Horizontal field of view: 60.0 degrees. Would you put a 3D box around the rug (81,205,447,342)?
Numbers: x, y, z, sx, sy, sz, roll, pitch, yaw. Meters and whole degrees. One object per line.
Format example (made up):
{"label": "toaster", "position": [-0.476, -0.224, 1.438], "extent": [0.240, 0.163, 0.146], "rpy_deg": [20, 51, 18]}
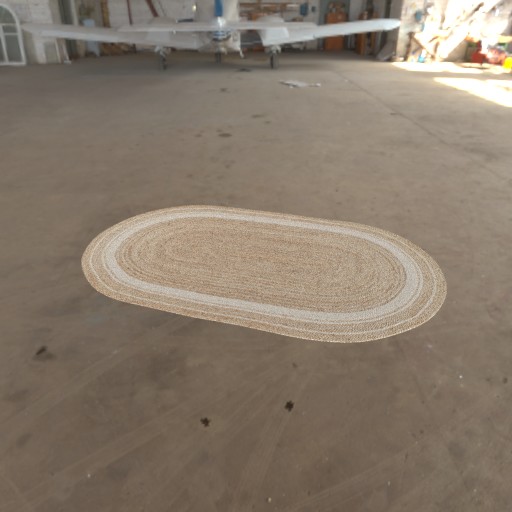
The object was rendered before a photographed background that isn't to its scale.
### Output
{"label": "rug", "position": [0.000, 0.000, 3.022], "extent": [2.432, 0.006, 1.520], "rpy_deg": [9, 30, 15]}
